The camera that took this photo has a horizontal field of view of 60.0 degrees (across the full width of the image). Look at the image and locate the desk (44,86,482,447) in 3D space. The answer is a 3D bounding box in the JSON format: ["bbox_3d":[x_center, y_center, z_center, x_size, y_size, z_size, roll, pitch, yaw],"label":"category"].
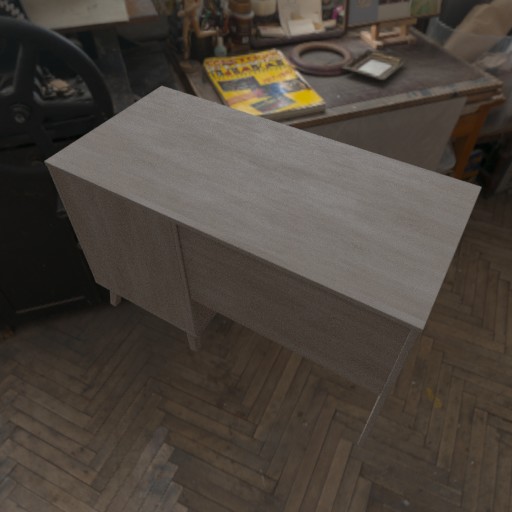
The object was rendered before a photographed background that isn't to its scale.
[{"bbox_3d":[0.000,0.000,1.683,1.251,0.770,0.600,24,52,20],"label":"desk"}]
